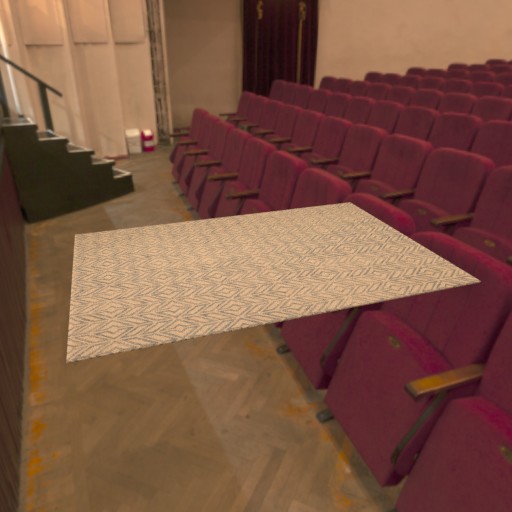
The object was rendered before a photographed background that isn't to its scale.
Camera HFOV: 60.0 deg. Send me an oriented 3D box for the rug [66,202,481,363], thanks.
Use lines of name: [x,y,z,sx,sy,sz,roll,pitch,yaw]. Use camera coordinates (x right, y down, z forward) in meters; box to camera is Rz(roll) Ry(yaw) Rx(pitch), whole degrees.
rug: [0.000,0.000,2.343,1.824,0.008,1.220,-8,27,-17]
